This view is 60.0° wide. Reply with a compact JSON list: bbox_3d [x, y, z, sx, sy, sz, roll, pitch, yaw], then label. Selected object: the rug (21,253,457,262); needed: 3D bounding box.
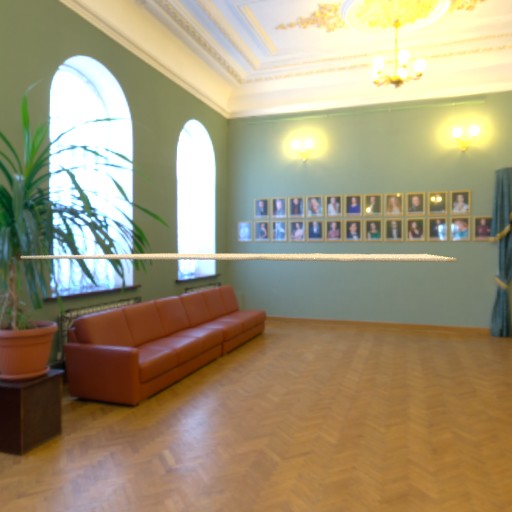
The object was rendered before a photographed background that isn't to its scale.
[{"bbox_3d":[0.000,0.000,4.794,3.659,0.037,2.734,0,1,17],"label":"rug"}]
